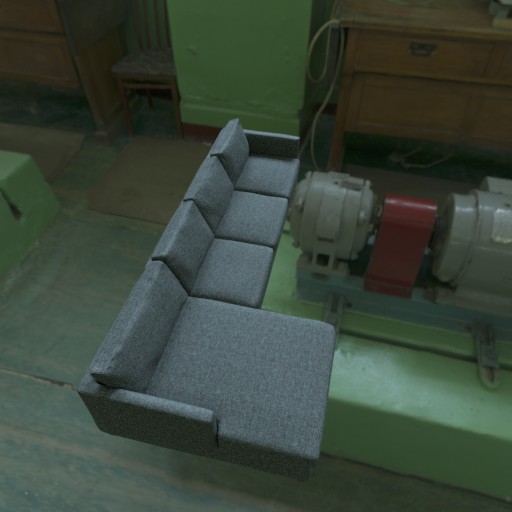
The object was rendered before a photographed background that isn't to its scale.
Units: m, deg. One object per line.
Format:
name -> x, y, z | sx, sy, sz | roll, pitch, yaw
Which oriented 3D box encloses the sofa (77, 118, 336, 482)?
sofa -> 0.000, 0.000, 4.097 | 1.635, 0.960, 3.485 | 10, 46, 9
